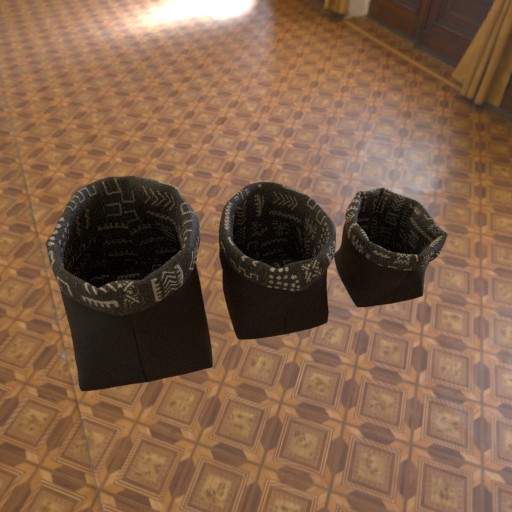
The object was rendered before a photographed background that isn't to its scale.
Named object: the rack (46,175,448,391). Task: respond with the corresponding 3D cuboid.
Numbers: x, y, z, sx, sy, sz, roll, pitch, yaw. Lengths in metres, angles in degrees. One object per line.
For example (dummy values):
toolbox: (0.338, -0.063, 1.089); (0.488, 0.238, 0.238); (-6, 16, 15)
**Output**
rack: (0.000, 0.000, 1.067); (0.905, 0.323, 0.379); (-10, 48, -9)
